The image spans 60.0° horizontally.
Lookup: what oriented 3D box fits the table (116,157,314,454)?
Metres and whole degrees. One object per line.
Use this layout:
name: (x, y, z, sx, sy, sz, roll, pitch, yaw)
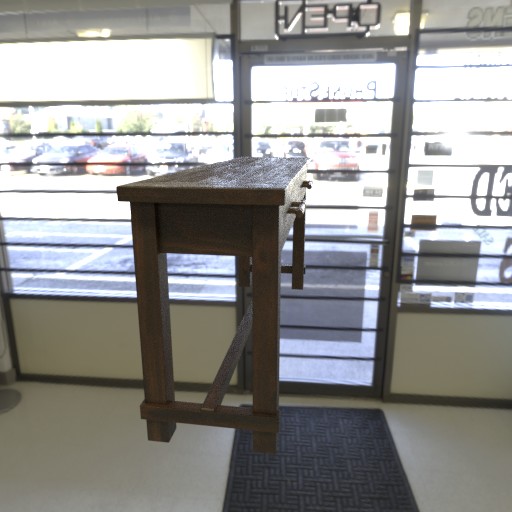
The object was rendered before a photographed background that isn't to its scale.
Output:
table: (0.000, 0.000, 1.906, 0.442, 0.762, 1.599, 2, 15, 9)
